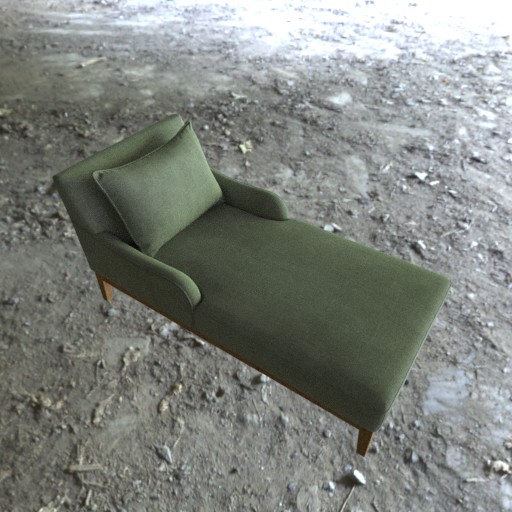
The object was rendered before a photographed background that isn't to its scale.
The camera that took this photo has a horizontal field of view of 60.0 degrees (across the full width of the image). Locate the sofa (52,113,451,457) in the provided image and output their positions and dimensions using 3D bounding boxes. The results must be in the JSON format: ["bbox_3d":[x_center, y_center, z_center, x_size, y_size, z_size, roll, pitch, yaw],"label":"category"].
[{"bbox_3d":[0.000,0.000,2.272,1.779,0.859,0.894,24,47,25],"label":"sofa"}]
